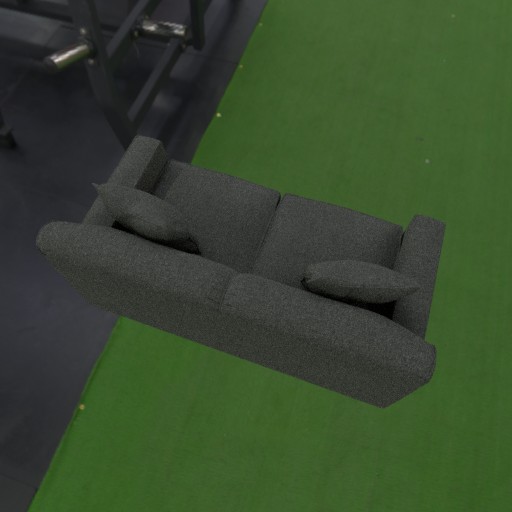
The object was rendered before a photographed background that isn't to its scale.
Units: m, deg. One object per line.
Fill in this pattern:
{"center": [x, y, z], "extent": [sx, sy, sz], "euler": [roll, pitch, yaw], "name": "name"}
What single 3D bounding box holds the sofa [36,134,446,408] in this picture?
{"center": [0.000, 0.000, 2.455], "extent": [1.846, 0.958, 0.998], "euler": [18, 64, 9], "name": "sofa"}
